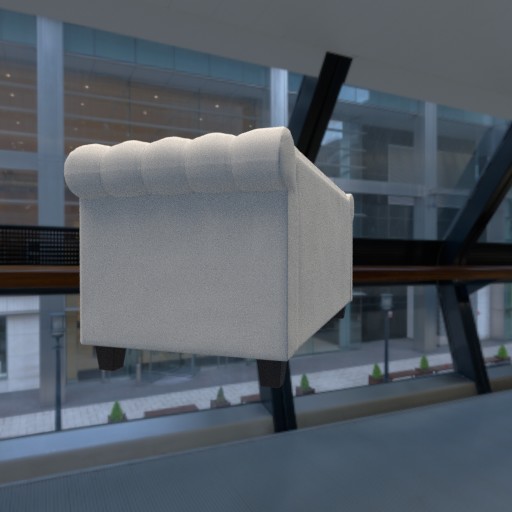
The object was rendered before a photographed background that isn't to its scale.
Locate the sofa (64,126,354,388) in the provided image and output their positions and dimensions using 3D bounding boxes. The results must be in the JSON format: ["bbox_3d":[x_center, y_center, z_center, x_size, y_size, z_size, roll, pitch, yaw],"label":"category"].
[{"bbox_3d":[0.000,0.000,2.194,0.771,0.796,1.798,0,1,19],"label":"sofa"}]
